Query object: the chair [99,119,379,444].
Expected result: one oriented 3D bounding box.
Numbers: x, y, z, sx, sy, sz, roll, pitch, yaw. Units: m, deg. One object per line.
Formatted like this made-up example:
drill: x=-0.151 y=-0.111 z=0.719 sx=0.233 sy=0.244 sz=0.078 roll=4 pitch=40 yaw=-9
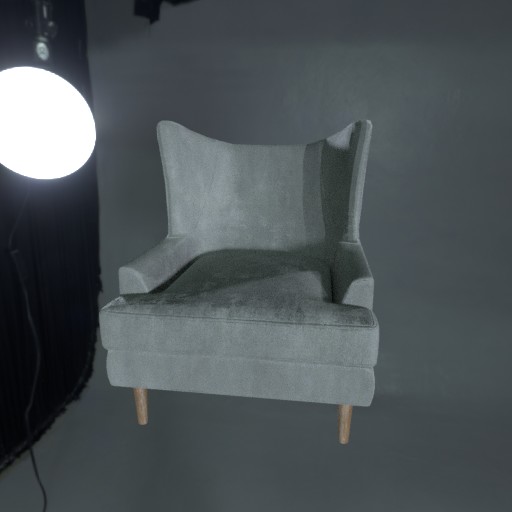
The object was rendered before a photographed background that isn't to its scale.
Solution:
chair: x=0.000 y=0.000 z=1.598 sx=0.784 sy=0.950 sz=0.906 roll=2 pitch=15 yaw=8
